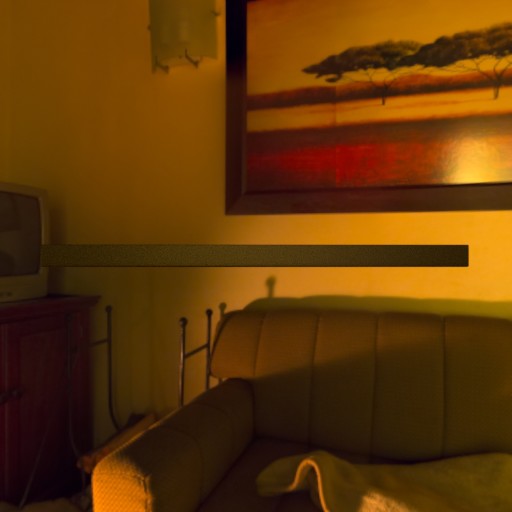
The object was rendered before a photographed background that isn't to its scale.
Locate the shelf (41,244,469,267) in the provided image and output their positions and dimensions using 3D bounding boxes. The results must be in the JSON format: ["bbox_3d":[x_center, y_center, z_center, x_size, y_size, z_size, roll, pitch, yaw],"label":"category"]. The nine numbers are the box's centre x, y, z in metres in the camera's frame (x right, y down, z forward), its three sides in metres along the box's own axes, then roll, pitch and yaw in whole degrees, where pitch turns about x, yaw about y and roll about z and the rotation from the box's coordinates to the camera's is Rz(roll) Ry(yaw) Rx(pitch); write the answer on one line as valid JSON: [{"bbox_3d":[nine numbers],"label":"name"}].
[{"bbox_3d":[0.000,0.000,1.003,0.924,0.049,0.092,0,0,-1],"label":"shelf"}]
